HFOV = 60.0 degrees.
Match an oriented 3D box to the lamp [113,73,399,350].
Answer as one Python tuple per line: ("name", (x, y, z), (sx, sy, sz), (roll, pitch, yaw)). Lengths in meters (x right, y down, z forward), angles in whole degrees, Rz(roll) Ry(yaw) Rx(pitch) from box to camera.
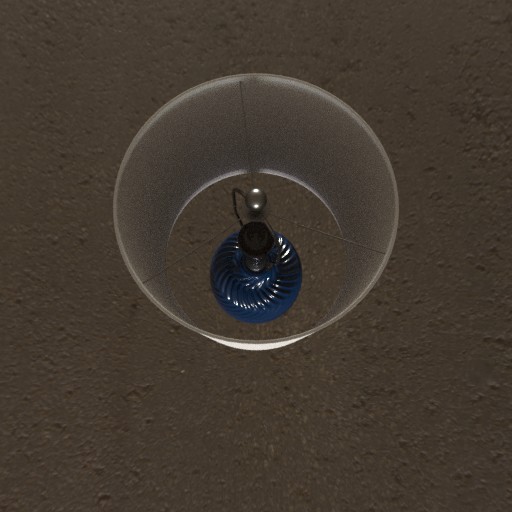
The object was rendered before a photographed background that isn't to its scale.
("lamp", (0.000, 0.000, 0.489), (0.203, 0.368, 0.203), (-36, 79, -8))
